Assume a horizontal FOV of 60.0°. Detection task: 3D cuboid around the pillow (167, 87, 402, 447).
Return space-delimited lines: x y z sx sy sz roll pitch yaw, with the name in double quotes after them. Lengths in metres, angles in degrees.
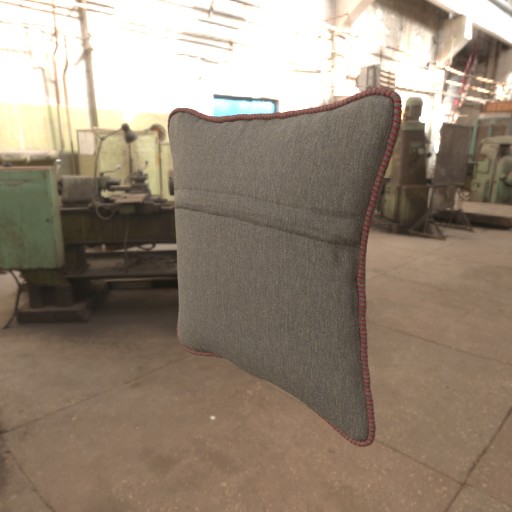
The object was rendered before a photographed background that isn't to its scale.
0.000 0.000 0.733 0.124 0.491 0.482 -13 20 -42 "pillow"
